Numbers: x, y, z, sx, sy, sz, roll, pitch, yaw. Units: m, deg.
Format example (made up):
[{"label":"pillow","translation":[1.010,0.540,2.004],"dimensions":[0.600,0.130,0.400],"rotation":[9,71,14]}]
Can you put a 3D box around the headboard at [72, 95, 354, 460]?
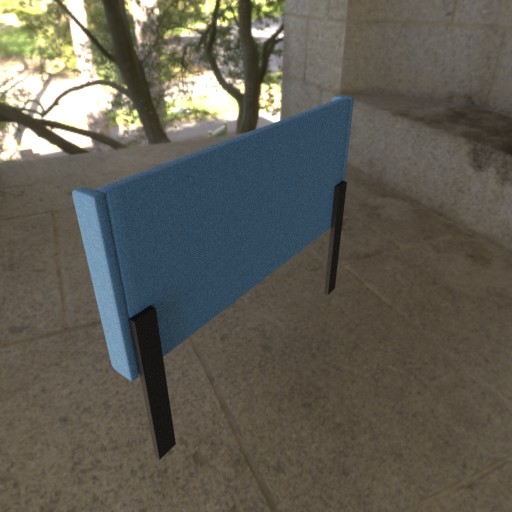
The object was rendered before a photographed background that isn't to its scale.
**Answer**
[{"label":"headboard","translation":[0.000,0.000,2.683],"dimensions":[0.184,1.524,2.051],"rotation":[21,37,31]}]
